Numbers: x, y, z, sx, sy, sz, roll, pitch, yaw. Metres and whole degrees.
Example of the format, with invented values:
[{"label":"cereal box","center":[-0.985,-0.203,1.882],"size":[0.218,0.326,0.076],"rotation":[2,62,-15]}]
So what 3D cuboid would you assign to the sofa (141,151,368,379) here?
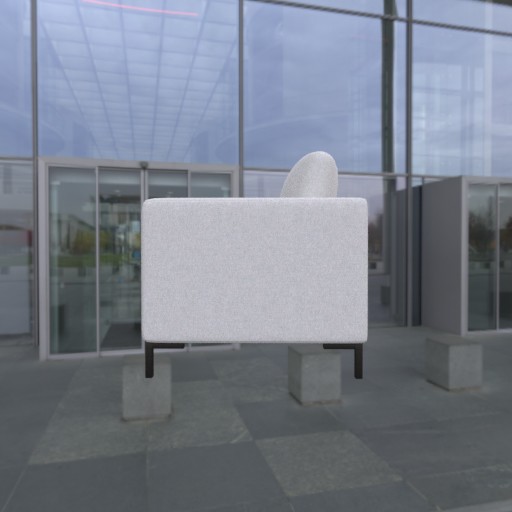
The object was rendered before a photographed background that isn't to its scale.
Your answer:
[{"label":"sofa","center":[0.000,0.000,2.724],"size":[0.859,0.874,2.218],"rotation":[0,1,1]}]
